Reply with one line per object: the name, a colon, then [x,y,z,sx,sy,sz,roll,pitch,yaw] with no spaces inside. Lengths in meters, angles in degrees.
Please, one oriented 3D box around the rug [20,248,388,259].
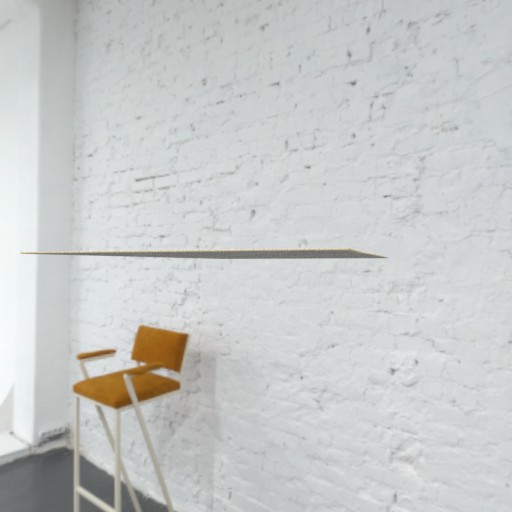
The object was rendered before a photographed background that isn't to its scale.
rug: [0.000,0.000,2.873,1.522,0.008,2.284,0,-1,20]
